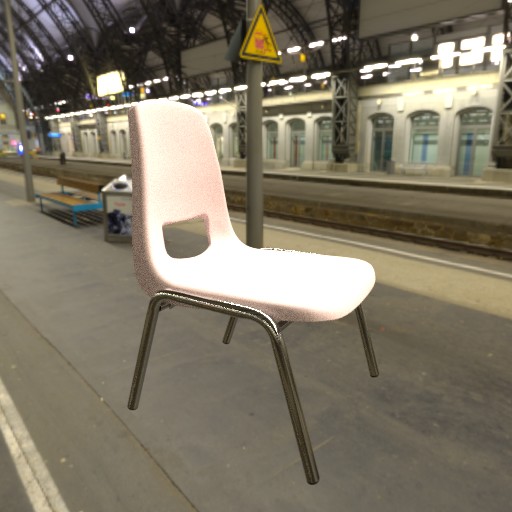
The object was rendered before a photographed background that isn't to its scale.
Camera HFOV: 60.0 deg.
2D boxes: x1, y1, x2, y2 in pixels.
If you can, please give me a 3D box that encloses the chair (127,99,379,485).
[{"bbox_3d":[0.000,0.000,0.784,0.385,0.537,0.354,8,16,28],"label":"chair"}]
